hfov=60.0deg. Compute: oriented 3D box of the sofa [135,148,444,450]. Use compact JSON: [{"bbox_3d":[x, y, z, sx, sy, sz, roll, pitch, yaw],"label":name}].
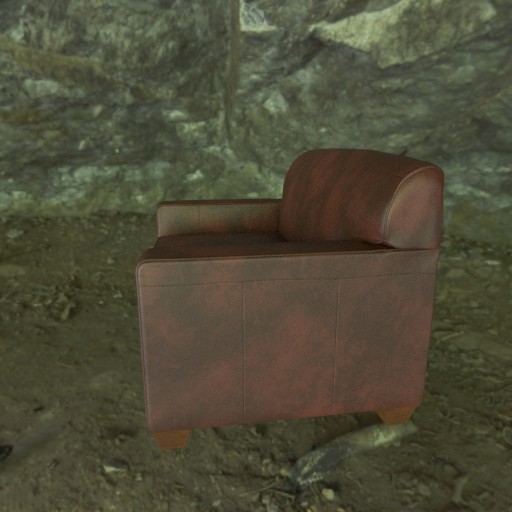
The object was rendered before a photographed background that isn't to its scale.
[{"bbox_3d":[0.000,0.000,2.027,1.000,0.956,1.413,-2,14,-9],"label":"sofa"}]
